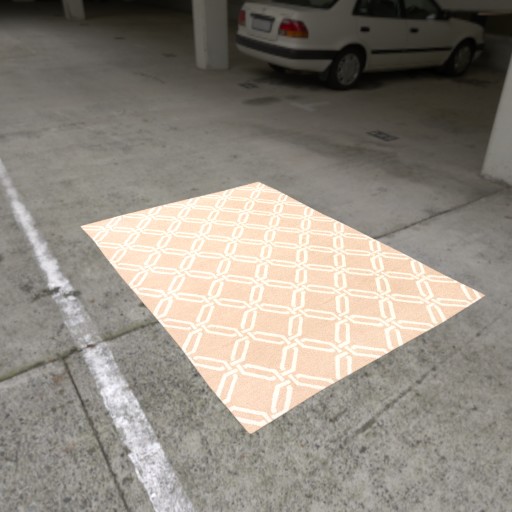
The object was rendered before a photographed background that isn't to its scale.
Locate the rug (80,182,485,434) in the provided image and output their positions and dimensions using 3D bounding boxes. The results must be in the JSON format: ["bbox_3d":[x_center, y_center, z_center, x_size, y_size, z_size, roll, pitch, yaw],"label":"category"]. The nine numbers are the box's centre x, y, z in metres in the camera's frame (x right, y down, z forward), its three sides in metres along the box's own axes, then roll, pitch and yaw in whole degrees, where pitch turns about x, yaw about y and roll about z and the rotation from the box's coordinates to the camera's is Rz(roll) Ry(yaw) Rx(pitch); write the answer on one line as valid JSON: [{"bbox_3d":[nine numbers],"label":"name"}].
[{"bbox_3d":[0.000,0.000,4.347,2.452,0.020,3.365,-19,35,-30],"label":"rug"}]
